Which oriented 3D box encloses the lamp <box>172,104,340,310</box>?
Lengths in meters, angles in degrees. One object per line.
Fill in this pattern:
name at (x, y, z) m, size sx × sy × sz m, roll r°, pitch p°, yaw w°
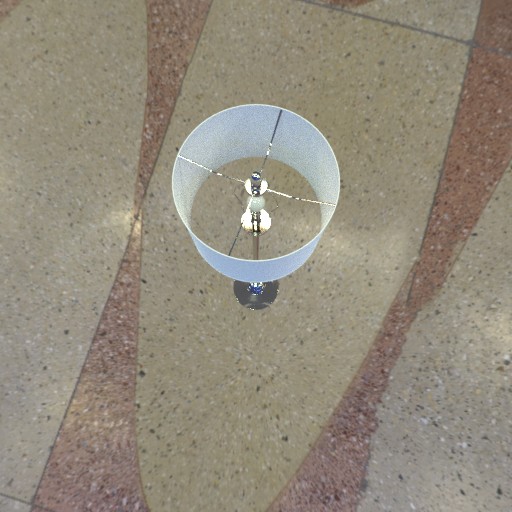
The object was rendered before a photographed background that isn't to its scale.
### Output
lamp at (0.000, 0.000, 1.639) m, size 0.356 × 1.487 × 0.356 m, roll 18°, pitch 78°, yaw 4°
